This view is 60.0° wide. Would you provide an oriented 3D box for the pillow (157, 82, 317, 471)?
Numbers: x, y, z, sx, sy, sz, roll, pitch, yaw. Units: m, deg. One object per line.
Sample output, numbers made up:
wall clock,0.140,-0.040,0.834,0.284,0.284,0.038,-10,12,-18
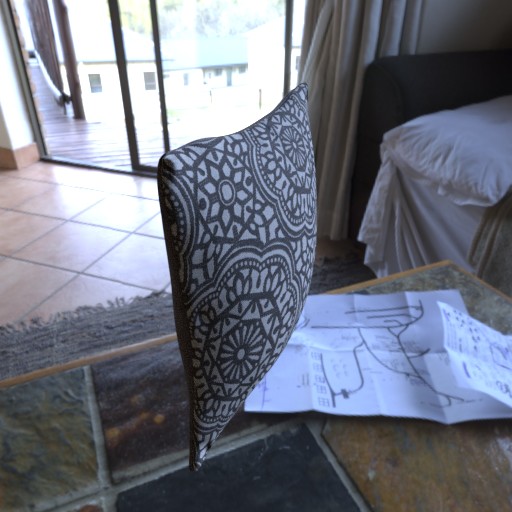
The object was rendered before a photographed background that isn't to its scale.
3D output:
pillow,0.000,0.000,0.640,0.148,0.417,0.436,11,31,19
